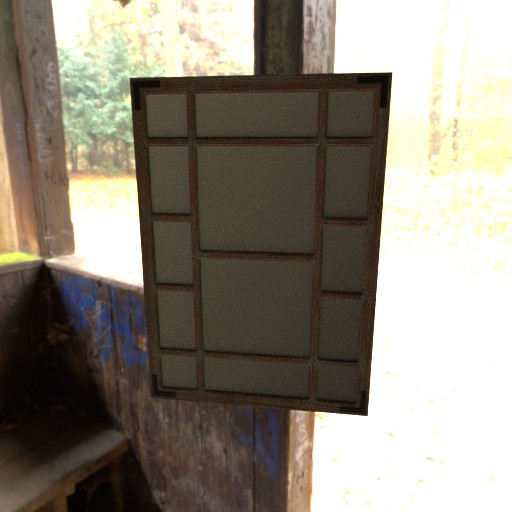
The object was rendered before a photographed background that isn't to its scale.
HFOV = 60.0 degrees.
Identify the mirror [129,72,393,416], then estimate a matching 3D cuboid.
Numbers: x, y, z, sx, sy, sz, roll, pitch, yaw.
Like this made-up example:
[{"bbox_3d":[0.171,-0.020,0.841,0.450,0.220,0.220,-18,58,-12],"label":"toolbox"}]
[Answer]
[{"bbox_3d":[0.000,0.000,1.307,0.705,0.996,0.025,2,15,8],"label":"mirror"}]
